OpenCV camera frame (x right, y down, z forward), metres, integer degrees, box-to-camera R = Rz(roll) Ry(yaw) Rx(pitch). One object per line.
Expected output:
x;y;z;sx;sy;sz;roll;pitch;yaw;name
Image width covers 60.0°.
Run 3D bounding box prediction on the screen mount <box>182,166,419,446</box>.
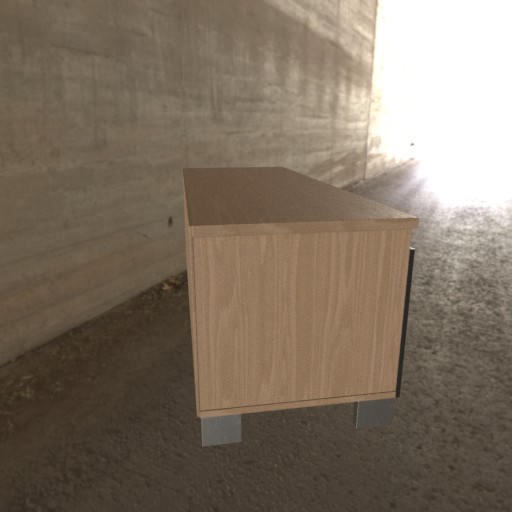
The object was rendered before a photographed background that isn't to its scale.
0.000;0.000;1.328;0.406;0.432;1.084;-3;16;-9;screen mount
